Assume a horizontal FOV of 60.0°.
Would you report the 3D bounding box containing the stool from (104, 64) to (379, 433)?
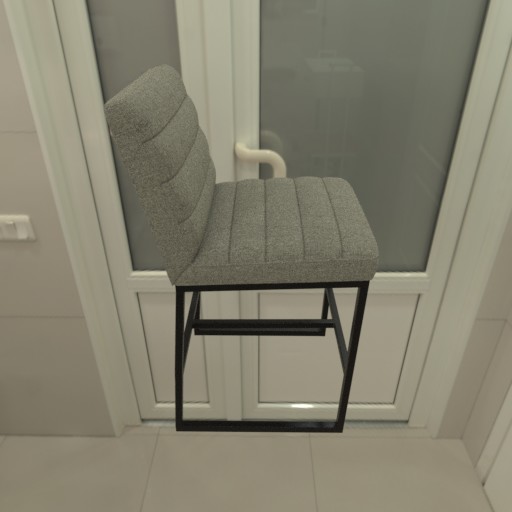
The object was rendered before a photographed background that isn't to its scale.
[{"bbox_3d":[0.000,0.000,1.235,0.560,0.940,0.460,0,32,0],"label":"stool"}]
